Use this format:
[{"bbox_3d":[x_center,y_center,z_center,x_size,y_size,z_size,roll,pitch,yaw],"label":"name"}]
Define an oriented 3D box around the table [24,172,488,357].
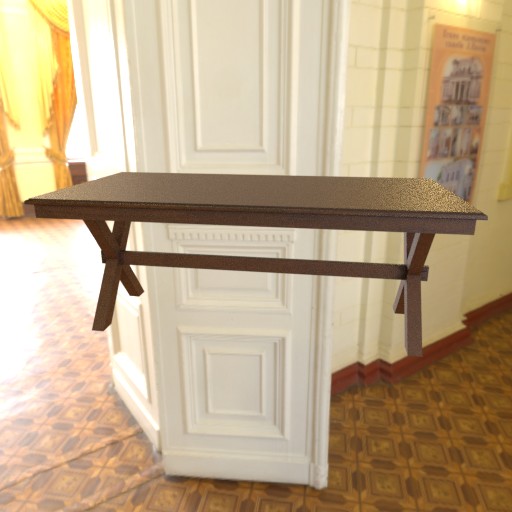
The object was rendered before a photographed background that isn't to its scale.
[{"bbox_3d":[0.000,0.000,1.476,1.197,0.459,0.594,3,18,9],"label":"table"}]
